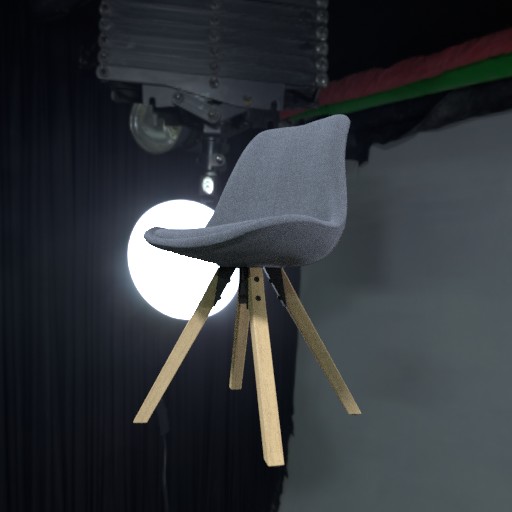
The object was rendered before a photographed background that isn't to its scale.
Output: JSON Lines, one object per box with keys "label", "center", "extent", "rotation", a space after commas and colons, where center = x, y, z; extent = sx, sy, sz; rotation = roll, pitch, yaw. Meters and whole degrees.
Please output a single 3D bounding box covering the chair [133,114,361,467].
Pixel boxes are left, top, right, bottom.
{"label": "chair", "center": [0.000, 0.000, 1.193], "extent": [0.485, 0.850, 0.550], "rotation": [-1, -2, 36]}
